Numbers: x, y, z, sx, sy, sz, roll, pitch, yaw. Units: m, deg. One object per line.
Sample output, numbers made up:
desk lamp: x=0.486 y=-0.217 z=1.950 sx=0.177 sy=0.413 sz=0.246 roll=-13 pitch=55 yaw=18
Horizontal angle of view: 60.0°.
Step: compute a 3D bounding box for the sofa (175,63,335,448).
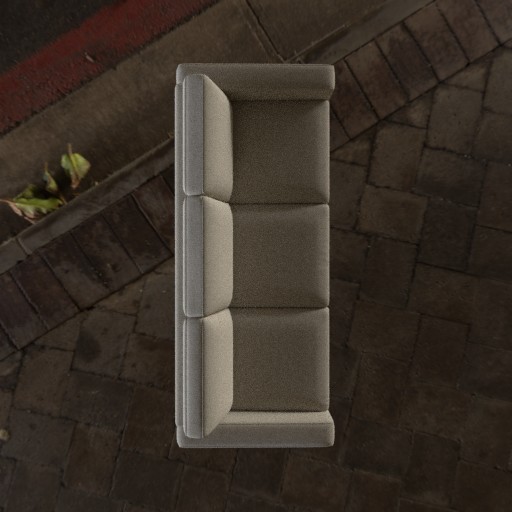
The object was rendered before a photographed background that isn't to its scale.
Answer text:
sofa: x=0.000 y=0.000 z=2.634 sx=0.900 sy=0.800 sz=2.160 roll=0 pitch=90 yaw=-1
